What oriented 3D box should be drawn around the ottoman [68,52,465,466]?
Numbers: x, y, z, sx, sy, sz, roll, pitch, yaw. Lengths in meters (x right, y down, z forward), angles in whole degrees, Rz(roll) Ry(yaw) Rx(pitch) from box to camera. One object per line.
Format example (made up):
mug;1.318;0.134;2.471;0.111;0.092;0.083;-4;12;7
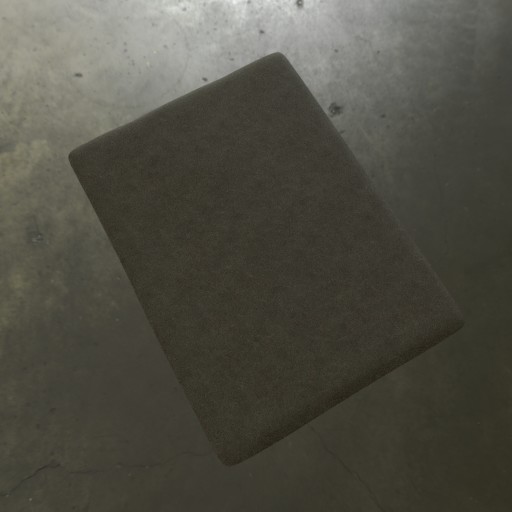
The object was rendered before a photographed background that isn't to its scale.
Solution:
ottoman;0.000;0.000;1.235;0.639;0.464;0.839;-29;77;-7
